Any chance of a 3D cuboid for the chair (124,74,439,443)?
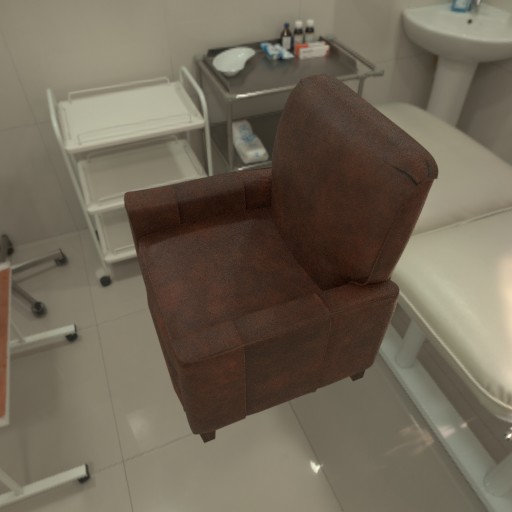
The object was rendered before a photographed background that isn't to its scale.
[{"bbox_3d":[0.000,0.000,1.652,0.836,1.043,0.843,-16,48,-16],"label":"chair"}]
